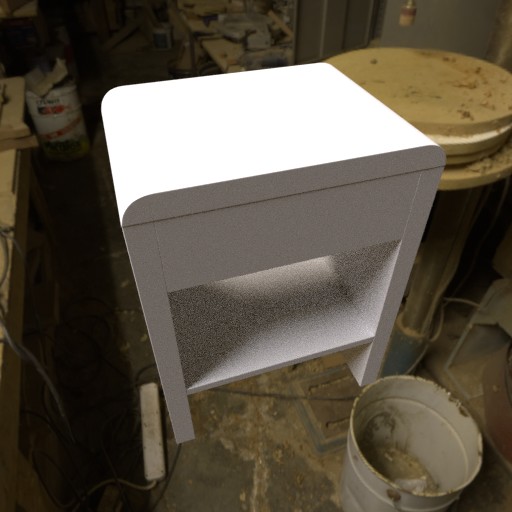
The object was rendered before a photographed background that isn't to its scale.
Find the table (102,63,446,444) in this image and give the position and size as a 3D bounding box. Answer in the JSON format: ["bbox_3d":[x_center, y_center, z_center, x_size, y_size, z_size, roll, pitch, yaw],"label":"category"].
[{"bbox_3d":[0.000,0.000,0.869,0.450,0.590,0.350,-12,43,-14],"label":"table"}]
